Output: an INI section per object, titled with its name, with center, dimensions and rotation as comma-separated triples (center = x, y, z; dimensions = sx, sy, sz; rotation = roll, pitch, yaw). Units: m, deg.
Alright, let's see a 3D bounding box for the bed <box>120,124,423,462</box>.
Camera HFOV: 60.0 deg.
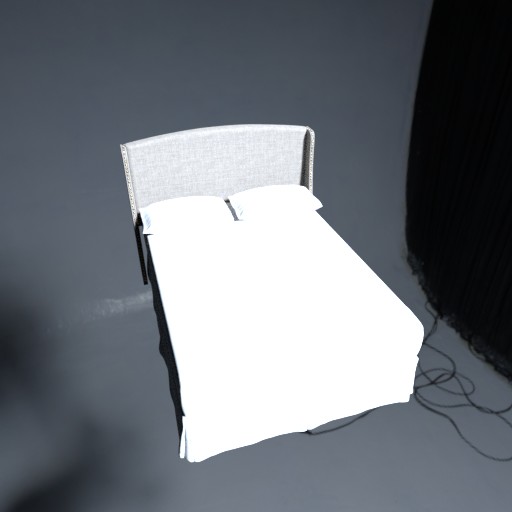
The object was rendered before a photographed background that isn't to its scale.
[bed]
center = 0.000, 0.000, 3.415
dimensions = 1.710, 1.407, 2.237
rotation = -10, 34, -15
